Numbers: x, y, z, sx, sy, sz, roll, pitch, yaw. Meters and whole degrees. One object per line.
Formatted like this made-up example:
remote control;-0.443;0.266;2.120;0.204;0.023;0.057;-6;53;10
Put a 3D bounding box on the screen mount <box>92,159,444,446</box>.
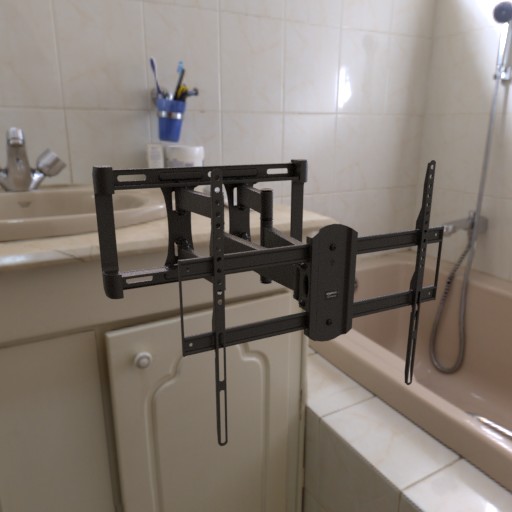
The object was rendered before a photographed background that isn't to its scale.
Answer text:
screen mount;0.000;0.000;0.950;0.571;0.424;0.556;-8;18;-25
